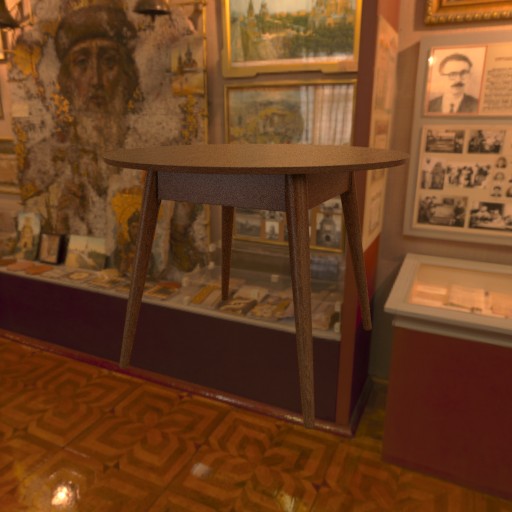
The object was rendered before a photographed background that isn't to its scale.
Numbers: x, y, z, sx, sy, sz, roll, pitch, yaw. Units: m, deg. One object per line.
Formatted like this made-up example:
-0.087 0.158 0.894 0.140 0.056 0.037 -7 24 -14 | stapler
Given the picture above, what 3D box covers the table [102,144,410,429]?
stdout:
0.000 0.000 1.714 1.053 0.786 1.053 0 17 0 | table
